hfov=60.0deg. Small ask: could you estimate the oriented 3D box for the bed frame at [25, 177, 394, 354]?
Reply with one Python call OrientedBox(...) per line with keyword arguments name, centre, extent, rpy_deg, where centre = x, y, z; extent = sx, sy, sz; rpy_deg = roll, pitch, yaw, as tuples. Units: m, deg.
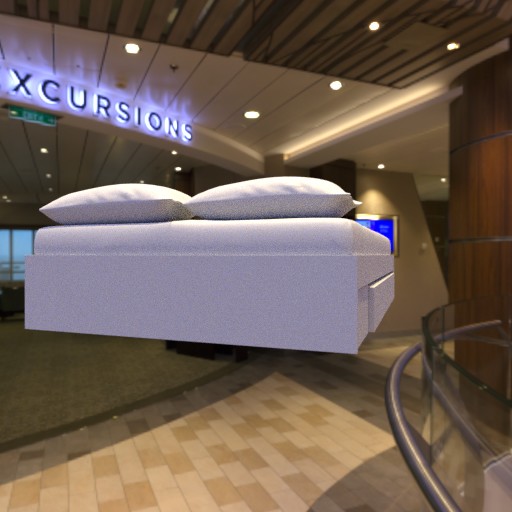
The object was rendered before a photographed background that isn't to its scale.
OrientedBox(name="bed frame", centre=(0.000, 0.000, 2.592), extent=(1.450, 0.629, 1.950), rpy_deg=(0, 0, 20))
